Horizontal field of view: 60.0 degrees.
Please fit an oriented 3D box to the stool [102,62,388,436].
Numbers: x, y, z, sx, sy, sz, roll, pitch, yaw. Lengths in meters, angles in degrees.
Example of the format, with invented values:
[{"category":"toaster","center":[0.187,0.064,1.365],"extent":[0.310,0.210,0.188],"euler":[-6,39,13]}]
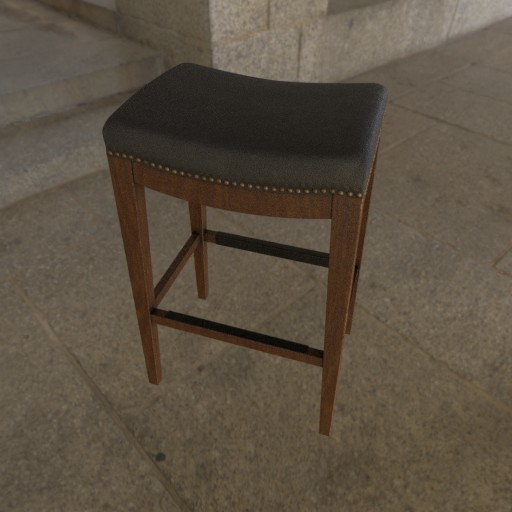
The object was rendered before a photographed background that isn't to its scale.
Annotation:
[{"category":"stool","center":[0.000,0.000,1.038],"extent":[0.500,0.765,0.361],"euler":[12,43,13]}]
